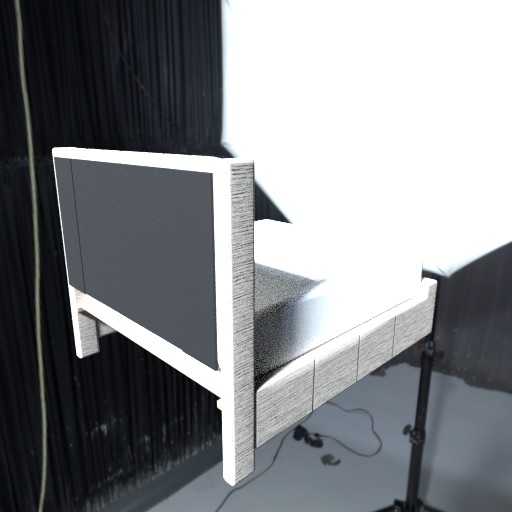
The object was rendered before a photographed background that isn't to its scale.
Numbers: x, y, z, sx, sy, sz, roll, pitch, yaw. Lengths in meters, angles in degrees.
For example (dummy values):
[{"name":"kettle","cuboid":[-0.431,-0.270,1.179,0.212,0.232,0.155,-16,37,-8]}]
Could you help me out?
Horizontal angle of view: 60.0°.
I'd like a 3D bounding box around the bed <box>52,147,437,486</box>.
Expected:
[{"name":"bed","cuboid":[0.000,0.000,3.644,2.370,1.743,2.045,-15,21,-42]}]
